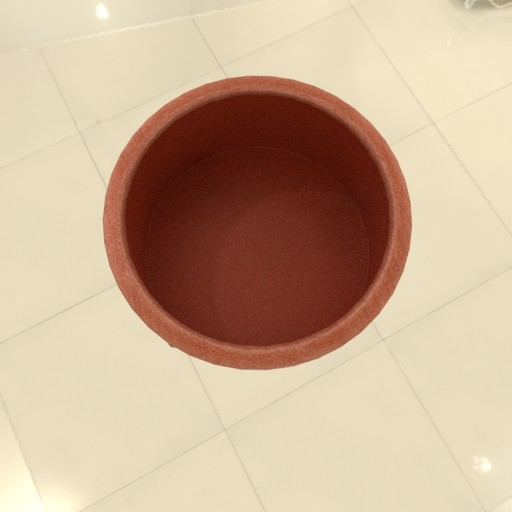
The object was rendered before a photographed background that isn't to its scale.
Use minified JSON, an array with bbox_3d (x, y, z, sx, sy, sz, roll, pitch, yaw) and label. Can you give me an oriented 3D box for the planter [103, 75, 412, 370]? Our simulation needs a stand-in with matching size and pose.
[{"bbox_3d":[0.000,0.000,0.713,0.345,0.465,0.354,-21,77,-5],"label":"planter"}]
